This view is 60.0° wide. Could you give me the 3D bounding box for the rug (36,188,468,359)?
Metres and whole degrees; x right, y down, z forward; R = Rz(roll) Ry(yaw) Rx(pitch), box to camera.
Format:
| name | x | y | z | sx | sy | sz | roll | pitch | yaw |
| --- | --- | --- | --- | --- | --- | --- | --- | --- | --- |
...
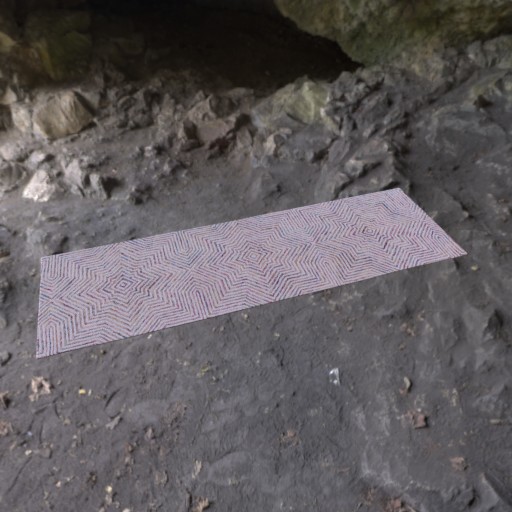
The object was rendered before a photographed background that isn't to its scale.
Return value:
| name | x | y | z | sx | sy | sz | roll | pitch | yaw |
| --- | --- | --- | --- | --- | --- | --- | --- | --- | --- |
| rug | 0.000 | 0.000 | 2.655 | 2.443 | 0.009 | 0.771 | -12 | 43 | -13 |
